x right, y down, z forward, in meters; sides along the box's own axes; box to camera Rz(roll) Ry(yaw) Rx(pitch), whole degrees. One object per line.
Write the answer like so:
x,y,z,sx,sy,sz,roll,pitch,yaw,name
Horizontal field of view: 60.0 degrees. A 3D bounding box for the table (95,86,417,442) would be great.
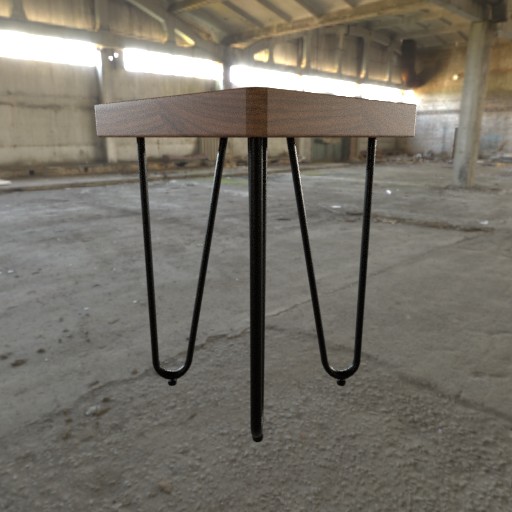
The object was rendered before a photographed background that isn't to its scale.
0.000,0.000,0.990,0.479,0.641,0.480,14,20,43,table
